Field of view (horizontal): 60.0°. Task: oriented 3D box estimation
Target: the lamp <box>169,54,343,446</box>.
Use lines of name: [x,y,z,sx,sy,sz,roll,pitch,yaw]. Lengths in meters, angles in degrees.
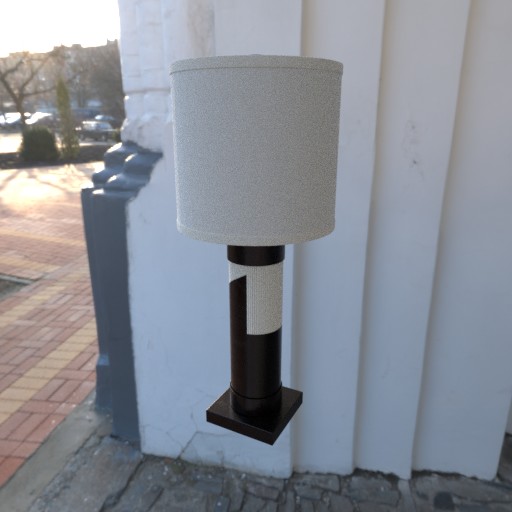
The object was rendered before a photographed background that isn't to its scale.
lamp: [0.000,0.000,0.614,0.211,0.509,0.211,9,20,27]
